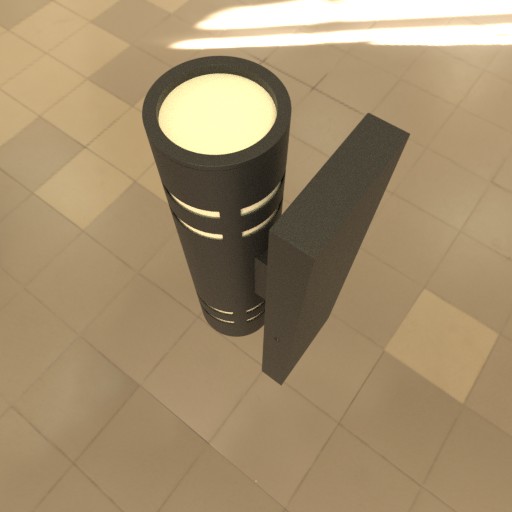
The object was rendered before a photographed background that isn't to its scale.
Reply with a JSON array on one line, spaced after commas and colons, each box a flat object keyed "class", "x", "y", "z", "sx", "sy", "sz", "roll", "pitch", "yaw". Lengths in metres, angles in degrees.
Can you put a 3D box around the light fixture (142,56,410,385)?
[{"class": "light fixture", "x": 0.000, "y": 0.000, "z": 0.408, "sx": 0.149, "sy": 0.330, "sz": 0.105, "roll": 33, "pitch": 68, "yaw": 16}]
